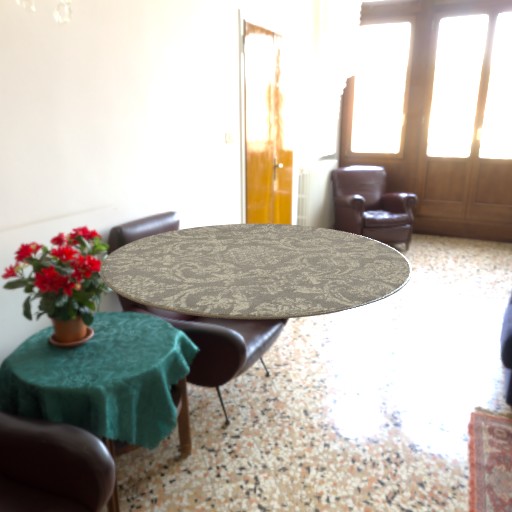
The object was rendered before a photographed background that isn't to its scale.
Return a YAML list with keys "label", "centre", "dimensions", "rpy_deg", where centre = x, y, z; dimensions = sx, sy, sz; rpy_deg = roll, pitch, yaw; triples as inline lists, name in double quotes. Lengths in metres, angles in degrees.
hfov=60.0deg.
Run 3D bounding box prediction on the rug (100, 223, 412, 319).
- label: "rug"
  centre: [0.000, 0.000, 2.388]
  dimensions: [1.593, 0.012, 1.593]
  rpy_deg: [0, 17, 0]
